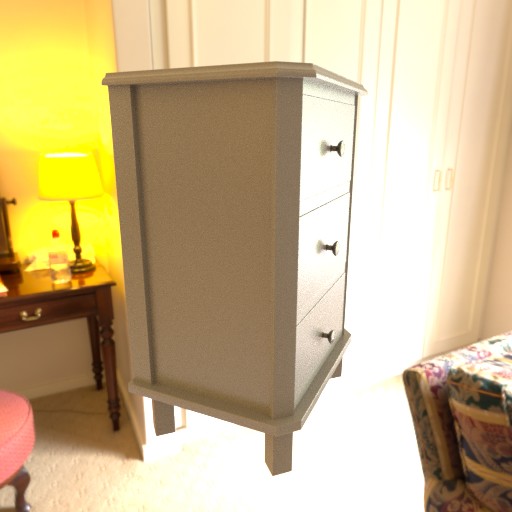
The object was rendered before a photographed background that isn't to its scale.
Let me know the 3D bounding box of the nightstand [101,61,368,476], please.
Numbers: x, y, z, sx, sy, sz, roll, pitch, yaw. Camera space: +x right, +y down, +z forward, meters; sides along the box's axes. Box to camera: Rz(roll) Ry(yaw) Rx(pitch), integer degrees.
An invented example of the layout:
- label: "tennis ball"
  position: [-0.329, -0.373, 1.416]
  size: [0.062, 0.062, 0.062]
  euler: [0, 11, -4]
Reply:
- label: "nightstand"
  position: [0.000, 0.000, 0.920]
  size: [0.348, 0.680, 0.435]
  euler: [7, 17, 24]
